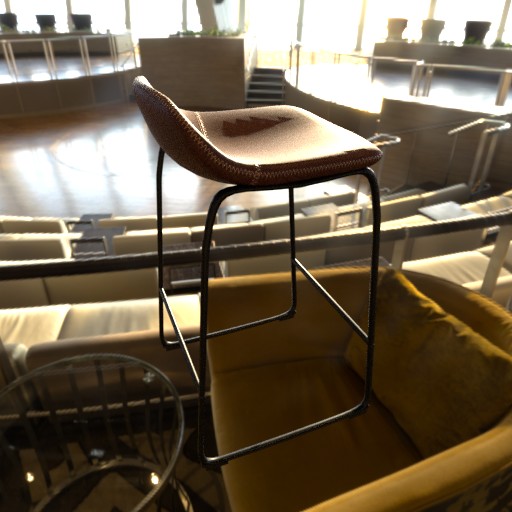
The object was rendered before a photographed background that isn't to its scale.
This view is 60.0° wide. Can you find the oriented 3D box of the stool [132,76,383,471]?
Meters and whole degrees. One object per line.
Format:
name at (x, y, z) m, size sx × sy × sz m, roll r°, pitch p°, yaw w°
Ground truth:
stool at (0.000, 0.000, 1.077) m, size 0.473 × 0.830 × 0.454 m, roll -12°, pitch 33°, yaw -19°
